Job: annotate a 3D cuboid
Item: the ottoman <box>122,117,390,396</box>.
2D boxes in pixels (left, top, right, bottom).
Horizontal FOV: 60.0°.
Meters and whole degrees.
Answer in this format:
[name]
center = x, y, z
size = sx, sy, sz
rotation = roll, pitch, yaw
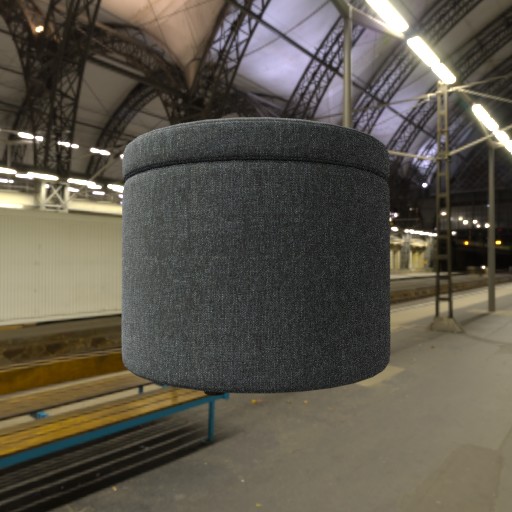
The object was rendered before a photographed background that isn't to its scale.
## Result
[ottoman]
center = 0.000, 0.000, 0.864
size = 0.500, 0.419, 0.500
rotation = 0, -1, 0
